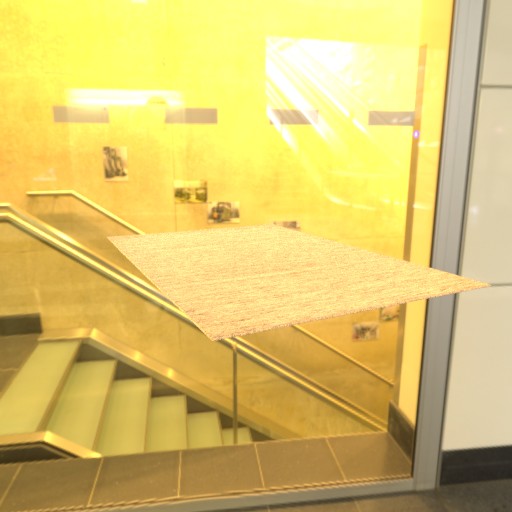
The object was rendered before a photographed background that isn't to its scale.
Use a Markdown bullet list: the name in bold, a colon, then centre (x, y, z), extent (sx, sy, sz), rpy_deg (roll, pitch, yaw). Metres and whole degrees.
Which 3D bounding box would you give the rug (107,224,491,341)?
- **rug**: centre (0.000, 0.000, 2.342), extent (1.225, 0.013, 1.840), rpy_deg (-6, 14, -26)
